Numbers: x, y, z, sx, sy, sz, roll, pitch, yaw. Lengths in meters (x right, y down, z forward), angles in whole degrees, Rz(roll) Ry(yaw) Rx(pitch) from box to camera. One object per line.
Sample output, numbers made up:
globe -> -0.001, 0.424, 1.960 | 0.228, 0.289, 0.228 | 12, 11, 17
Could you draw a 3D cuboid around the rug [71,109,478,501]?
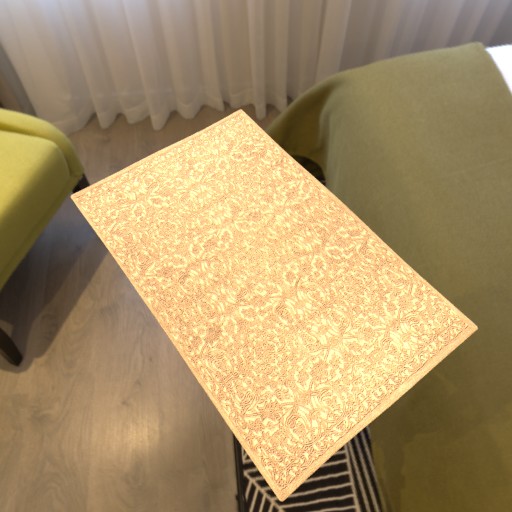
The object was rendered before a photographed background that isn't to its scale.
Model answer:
rug -> 0.000, 0.000, 2.938 | 1.529, 0.012, 2.435 | -33, 64, -18
